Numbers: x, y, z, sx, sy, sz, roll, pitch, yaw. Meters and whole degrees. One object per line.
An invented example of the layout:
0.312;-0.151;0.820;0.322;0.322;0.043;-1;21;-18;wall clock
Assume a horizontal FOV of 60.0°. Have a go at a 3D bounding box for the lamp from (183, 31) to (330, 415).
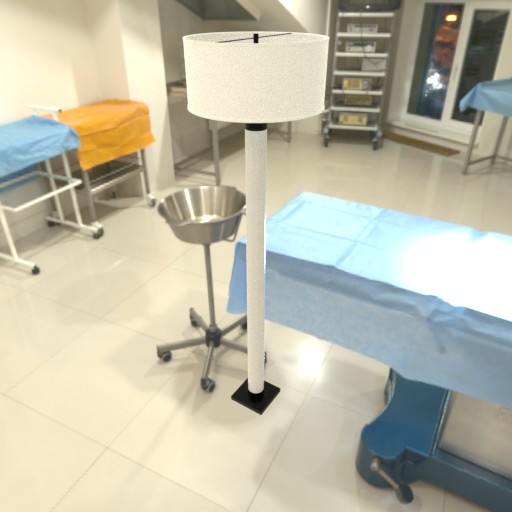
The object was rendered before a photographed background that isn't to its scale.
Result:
0.000;0.000;1.640;0.420;1.475;0.420;19;35;28;lamp
